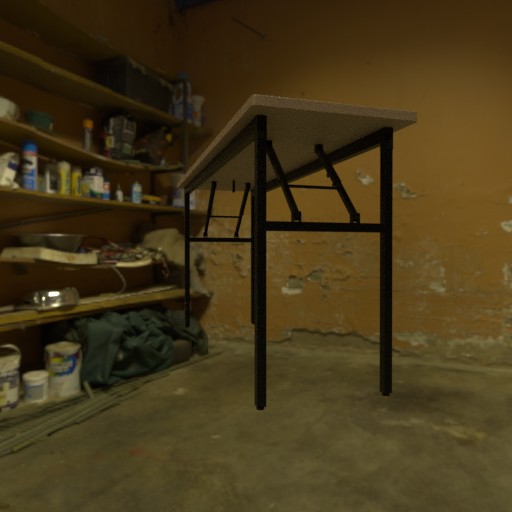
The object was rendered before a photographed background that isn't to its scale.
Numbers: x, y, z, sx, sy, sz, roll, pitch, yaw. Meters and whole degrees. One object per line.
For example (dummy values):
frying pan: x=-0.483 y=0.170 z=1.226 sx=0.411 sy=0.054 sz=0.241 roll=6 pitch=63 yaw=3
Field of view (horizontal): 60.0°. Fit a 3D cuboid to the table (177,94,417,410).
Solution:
table: x=0.000 y=0.000 z=1.745 sx=0.447 sy=0.750 sz=1.397 roll=0 pitch=1 yaw=-17
